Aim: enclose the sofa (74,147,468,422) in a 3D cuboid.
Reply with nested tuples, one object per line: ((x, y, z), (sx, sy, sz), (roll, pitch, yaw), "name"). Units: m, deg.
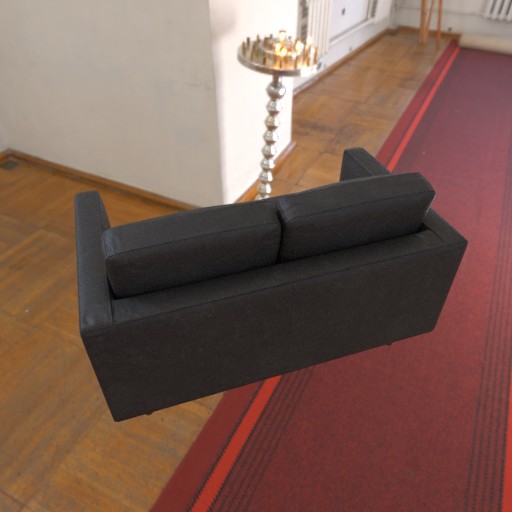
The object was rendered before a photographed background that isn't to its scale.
((0.000, 0.000, 1.988), (1.430, 0.899, 0.879), (-12, 42, -14), "sofa")
